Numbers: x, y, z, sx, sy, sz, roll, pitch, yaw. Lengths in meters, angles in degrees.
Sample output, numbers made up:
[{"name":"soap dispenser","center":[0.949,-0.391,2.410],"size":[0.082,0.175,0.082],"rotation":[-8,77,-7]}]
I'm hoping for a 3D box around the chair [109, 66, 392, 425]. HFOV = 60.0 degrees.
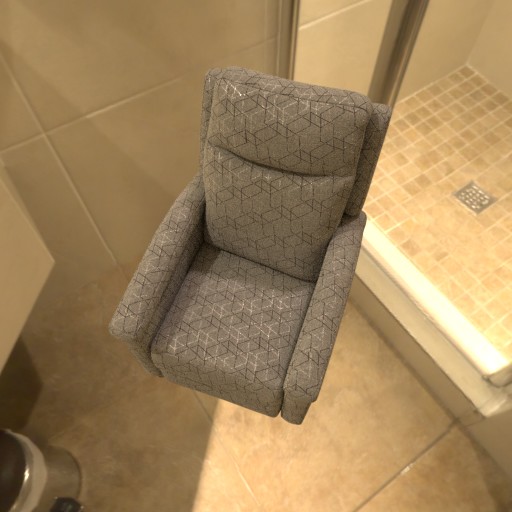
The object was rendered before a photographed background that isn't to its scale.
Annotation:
[{"name":"chair","center":[0.000,0.000,1.724],"size":[0.753,1.048,0.987],"rotation":[16,60,9]}]
